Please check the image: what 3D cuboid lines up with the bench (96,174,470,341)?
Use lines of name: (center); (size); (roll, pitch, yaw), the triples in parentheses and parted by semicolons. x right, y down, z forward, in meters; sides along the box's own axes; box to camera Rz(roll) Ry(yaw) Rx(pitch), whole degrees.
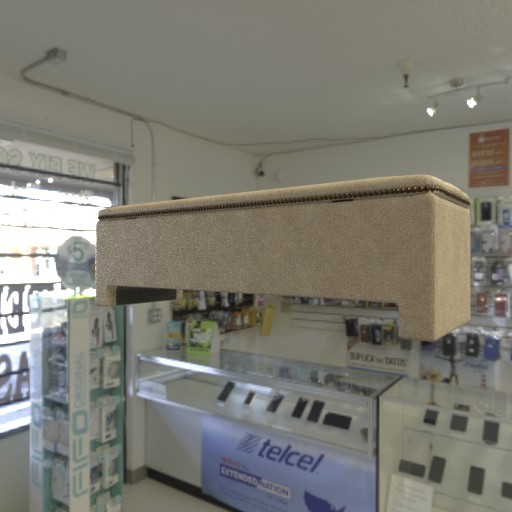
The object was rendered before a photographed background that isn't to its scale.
bench: (0.000, 0.000, 1.748); (1.482, 0.447, 0.470); (0, 0, 36)
